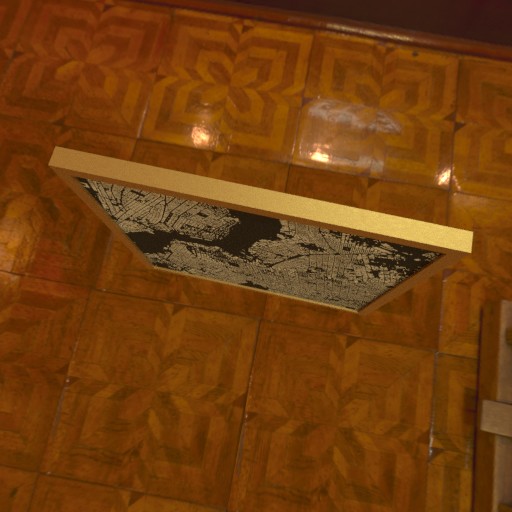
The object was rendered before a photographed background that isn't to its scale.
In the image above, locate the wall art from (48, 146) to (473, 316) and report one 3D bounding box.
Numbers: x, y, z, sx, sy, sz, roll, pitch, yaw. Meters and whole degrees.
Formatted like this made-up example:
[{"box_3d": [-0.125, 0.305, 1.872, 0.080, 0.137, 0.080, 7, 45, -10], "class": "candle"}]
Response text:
[{"box_3d": [0.000, 0.000, 2.912, 1.926, 1.926, 0.099, 12, 75, 3], "class": "wall art"}]
